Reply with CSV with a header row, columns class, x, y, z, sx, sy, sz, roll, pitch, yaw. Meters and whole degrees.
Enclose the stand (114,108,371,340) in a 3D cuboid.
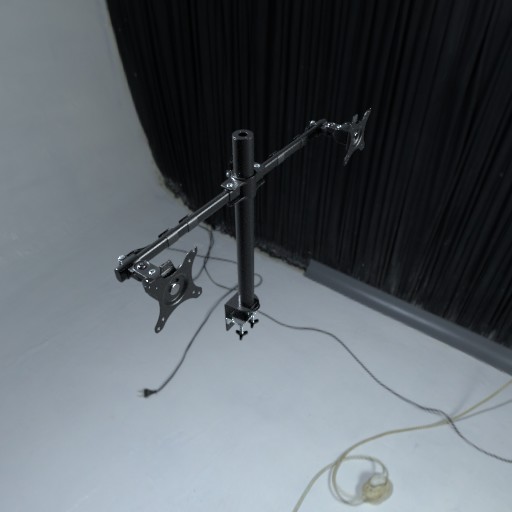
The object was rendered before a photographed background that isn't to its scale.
class,x,y,z,sx,sy,sz,roll,pitch,yaw
stand,0.000,0.000,1.050,0.150,0.603,0.743,26,48,26
